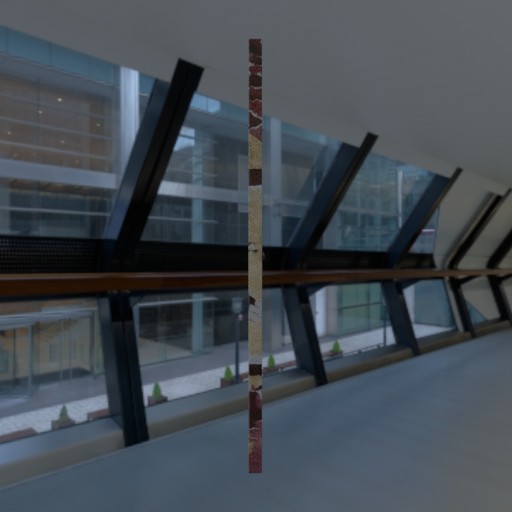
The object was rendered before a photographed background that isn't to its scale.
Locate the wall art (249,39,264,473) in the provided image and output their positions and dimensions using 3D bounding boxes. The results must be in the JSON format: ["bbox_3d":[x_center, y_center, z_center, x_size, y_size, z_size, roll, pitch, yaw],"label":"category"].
[{"bbox_3d":[0.000,0.000,1.155,0.028,0.762,0.757,0,0,0],"label":"wall art"}]
